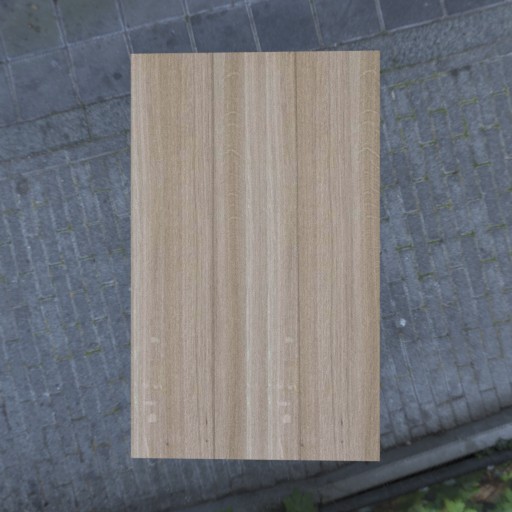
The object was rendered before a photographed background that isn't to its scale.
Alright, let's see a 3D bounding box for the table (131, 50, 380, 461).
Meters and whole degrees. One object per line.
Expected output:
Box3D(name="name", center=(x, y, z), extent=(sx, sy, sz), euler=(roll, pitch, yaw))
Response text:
Box3D(name="table", center=(0.000, 0.000, 1.381), extent=(0.678, 0.353, 1.110), euler=(0, 90, 2))
